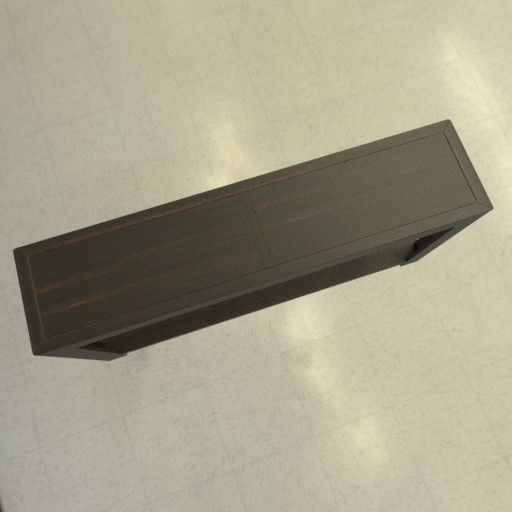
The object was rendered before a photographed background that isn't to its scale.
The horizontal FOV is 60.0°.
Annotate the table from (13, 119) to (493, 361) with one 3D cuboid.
[{"bbox_3d":[0.000,0.000,1.902,1.631,0.762,0.384,-17,76,-4],"label":"table"}]
